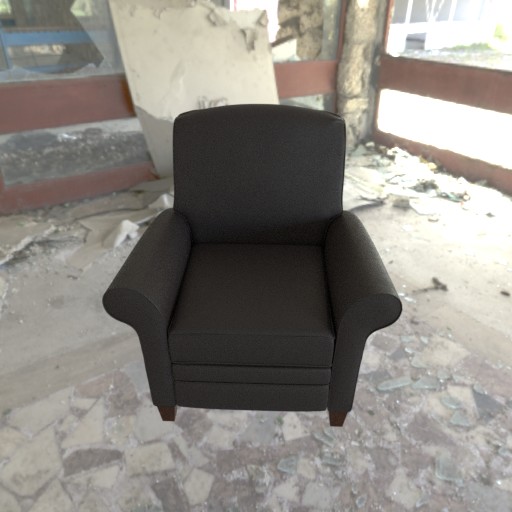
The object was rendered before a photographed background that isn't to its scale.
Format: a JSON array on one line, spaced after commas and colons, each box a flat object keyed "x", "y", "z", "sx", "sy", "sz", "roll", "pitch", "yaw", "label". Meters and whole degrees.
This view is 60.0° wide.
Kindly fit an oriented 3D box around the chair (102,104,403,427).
[{"x": 0.000, "y": 0.000, "z": 1.844, "sx": 0.978, "sy": 1.061, "sz": 0.902, "roll": 1, "pitch": 30, "yaw": 2, "label": "chair"}]
